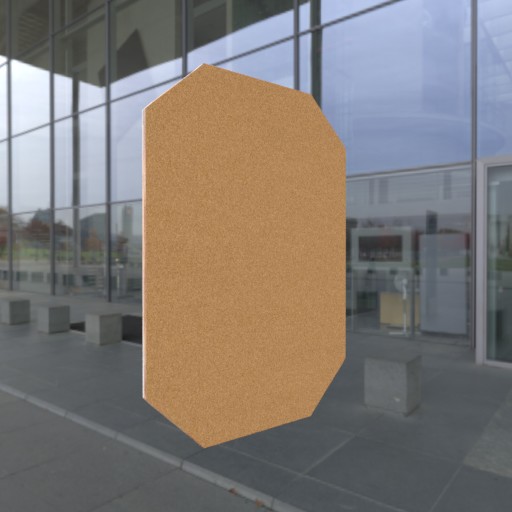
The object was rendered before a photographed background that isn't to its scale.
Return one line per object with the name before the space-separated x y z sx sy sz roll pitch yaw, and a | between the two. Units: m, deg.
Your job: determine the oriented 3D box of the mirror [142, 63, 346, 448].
mirror | 0.000 0.000 1.306 0.709 1.015 0.061 0 1 -37
